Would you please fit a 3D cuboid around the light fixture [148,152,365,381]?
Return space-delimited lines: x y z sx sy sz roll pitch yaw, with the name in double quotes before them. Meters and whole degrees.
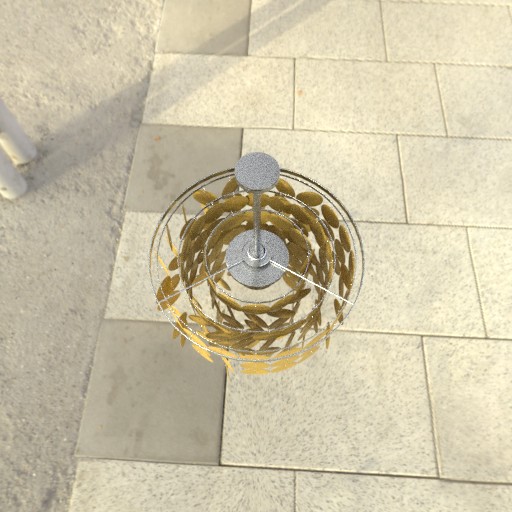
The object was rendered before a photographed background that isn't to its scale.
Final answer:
"light fixture" 0.000 0.000 0.747 0.368 0.492 0.368 0 64 0
